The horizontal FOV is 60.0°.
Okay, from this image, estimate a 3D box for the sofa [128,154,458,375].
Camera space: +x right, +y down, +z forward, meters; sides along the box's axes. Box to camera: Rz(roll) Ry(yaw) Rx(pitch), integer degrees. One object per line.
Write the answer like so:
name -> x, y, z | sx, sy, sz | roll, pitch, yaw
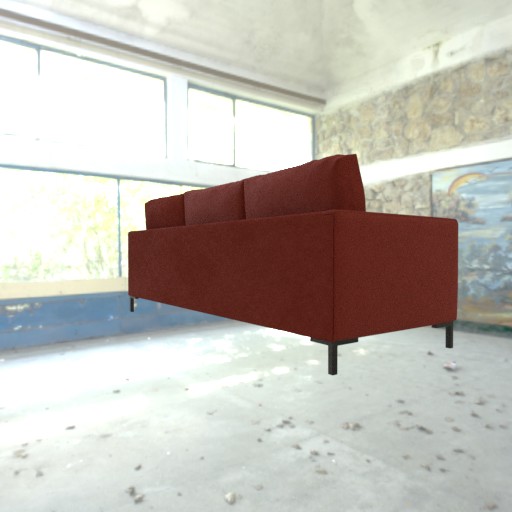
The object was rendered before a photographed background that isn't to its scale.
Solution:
sofa -> 0.000, 0.000, 2.799 | 0.875, 0.879, 2.252 | 0, 1, -36
